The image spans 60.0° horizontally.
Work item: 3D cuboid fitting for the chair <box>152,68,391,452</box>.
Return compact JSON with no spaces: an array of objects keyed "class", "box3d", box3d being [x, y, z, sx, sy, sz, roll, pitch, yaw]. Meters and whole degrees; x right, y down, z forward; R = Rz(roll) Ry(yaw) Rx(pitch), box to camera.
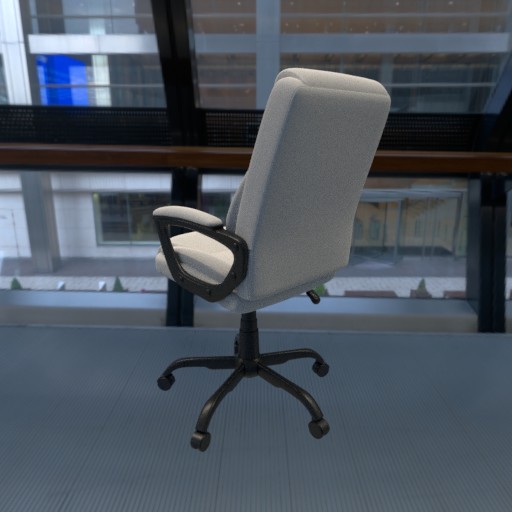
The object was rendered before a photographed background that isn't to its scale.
[{"class":"chair","box3d":[0.000,0.000,1.442,0.669,1.065,0.663,15,21,43]}]
